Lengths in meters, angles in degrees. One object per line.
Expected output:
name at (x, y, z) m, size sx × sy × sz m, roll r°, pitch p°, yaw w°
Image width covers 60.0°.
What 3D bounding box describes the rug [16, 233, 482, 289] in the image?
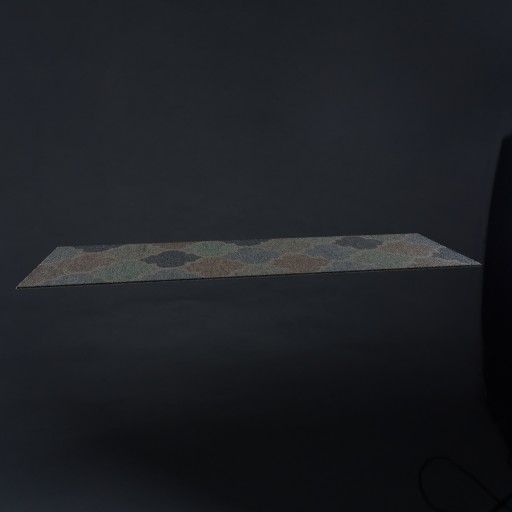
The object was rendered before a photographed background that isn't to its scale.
rug at (0.000, 0.000, 2.478) m, size 2.287 × 0.011 × 0.687 m, roll -2°, pitch 17°, yaw -8°
